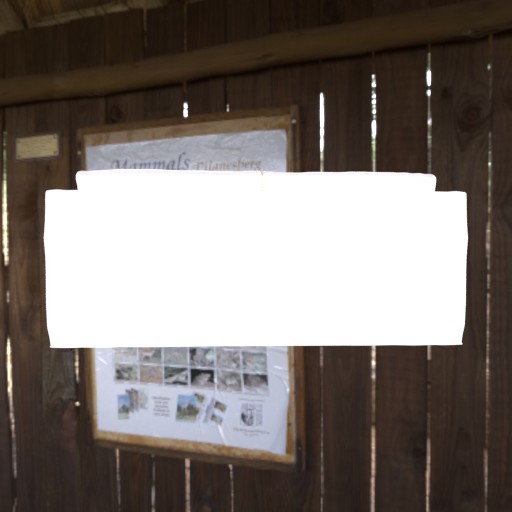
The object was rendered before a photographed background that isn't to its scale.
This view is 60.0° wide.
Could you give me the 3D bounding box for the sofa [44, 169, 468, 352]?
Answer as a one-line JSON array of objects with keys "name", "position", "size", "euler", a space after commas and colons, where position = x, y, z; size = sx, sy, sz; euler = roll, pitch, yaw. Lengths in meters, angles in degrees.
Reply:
[{"name": "sofa", "position": [0.000, 0.000, 2.498], "size": [1.987, 0.870, 0.940], "euler": [0, 1, -2]}]
